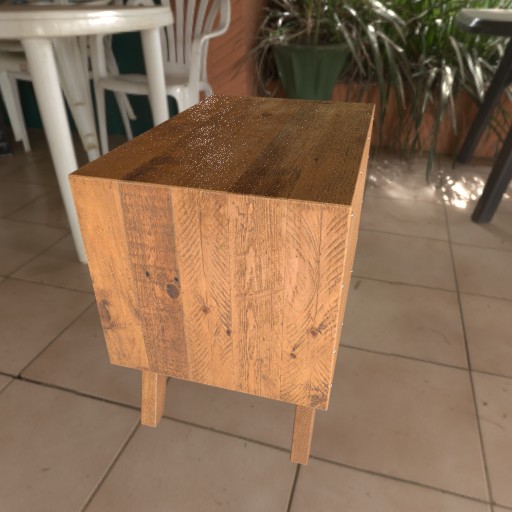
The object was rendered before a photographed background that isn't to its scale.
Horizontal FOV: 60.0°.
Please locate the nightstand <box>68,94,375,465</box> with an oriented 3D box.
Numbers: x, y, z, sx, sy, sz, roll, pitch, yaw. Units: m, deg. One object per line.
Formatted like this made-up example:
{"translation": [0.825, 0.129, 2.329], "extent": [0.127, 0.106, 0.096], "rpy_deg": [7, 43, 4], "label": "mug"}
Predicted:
{"translation": [0.000, 0.000, 1.062], "extent": [0.450, 0.599, 0.650], "rpy_deg": [8, 32, 13], "label": "nightstand"}
